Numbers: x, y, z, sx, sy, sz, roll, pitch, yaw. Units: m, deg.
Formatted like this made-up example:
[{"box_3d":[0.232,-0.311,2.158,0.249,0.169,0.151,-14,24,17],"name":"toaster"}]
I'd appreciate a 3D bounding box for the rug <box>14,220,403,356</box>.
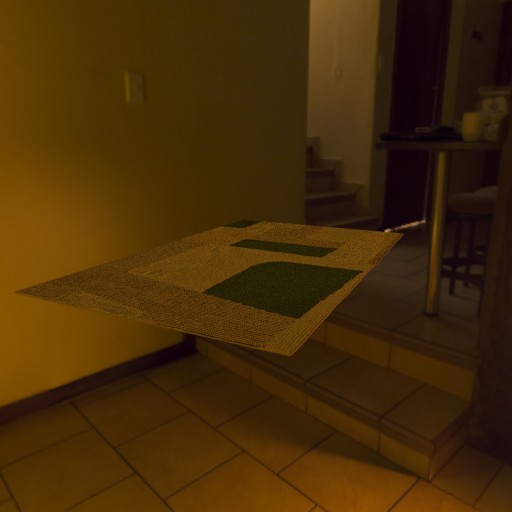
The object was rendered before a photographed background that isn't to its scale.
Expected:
[{"box_3d":[0.000,0.000,2.961,1.521,0.015,2.436,7,16,26],"name":"rug"}]
